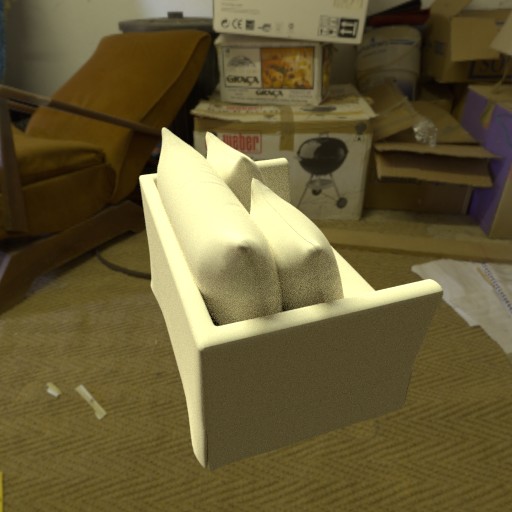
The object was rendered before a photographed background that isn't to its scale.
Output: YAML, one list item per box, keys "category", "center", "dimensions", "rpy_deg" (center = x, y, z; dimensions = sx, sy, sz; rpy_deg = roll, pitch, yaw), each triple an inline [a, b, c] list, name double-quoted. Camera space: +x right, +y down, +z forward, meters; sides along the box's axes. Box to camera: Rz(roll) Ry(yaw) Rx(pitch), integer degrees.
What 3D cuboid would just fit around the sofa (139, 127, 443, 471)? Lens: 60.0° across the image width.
- category: "sofa"
  center: [0.000, 0.000, 2.310]
  dimensions: [1.026, 1.039, 1.608]
  rpy_deg: [-10, 33, -17]
